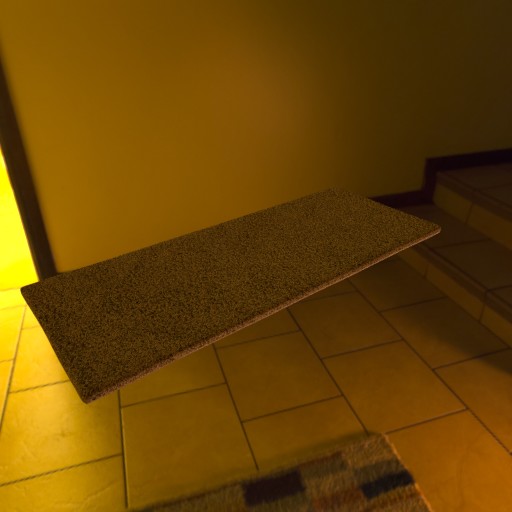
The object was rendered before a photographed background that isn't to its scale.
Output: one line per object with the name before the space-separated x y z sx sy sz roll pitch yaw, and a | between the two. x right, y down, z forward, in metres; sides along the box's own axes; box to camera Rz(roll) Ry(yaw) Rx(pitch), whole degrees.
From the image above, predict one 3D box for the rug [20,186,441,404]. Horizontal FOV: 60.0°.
rug | 0.000 0.000 1.674 1.524 0.030 0.609 -21 36 -32
